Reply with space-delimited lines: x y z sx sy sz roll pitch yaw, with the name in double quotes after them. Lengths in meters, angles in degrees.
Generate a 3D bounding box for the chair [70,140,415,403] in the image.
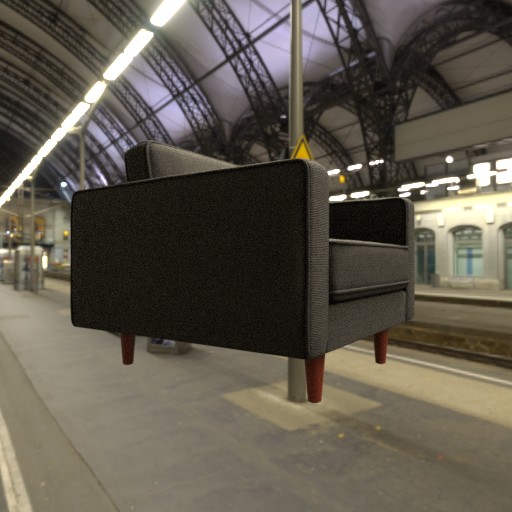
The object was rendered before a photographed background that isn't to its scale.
0.000 0.000 1.583 0.919 0.770 0.899 0 -1 34 "chair"
